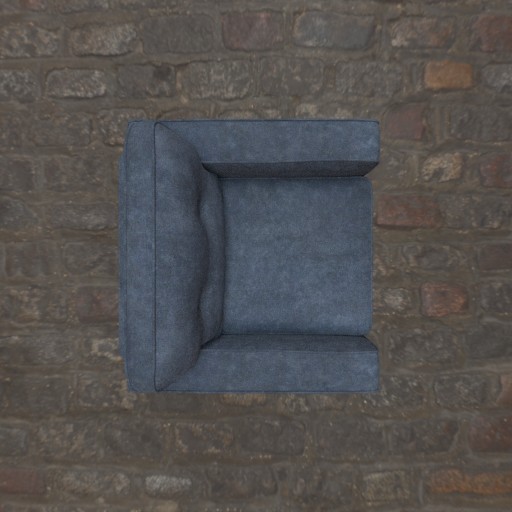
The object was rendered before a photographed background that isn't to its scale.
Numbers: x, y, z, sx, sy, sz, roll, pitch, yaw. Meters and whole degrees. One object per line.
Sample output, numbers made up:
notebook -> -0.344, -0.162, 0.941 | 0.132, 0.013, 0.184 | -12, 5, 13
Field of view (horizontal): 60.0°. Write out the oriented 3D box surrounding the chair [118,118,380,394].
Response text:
chair -> 0.000, 0.000, 1.769 | 0.939, 0.965, 1.015 | 0, 90, 0
